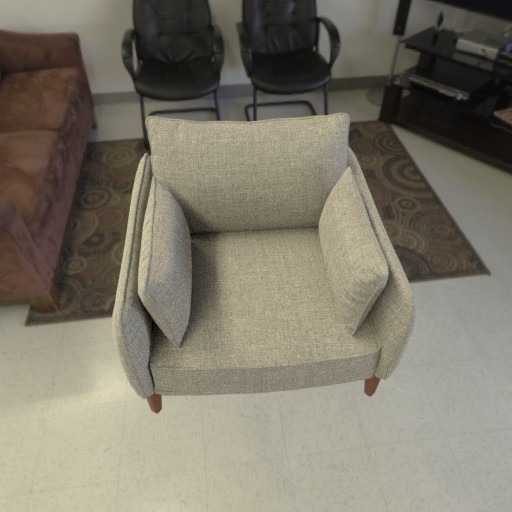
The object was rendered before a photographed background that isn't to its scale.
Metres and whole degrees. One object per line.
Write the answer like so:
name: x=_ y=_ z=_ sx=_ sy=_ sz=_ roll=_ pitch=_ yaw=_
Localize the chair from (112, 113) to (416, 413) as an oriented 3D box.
chair: x=0.000 y=0.000 z=1.765 sx=0.993 sy=0.839 sz=0.976 roll=-3 pitch=46 yaw=-3
